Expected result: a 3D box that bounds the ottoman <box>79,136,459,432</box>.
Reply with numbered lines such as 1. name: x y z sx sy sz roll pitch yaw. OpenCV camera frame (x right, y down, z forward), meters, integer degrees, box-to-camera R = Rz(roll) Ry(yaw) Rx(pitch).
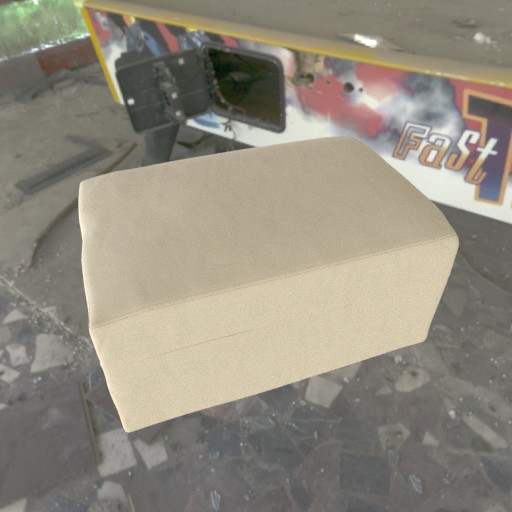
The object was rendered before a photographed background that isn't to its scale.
1. ottoman: 0.000 0.000 1.233 0.872 0.444 0.590 -13 43 -14
